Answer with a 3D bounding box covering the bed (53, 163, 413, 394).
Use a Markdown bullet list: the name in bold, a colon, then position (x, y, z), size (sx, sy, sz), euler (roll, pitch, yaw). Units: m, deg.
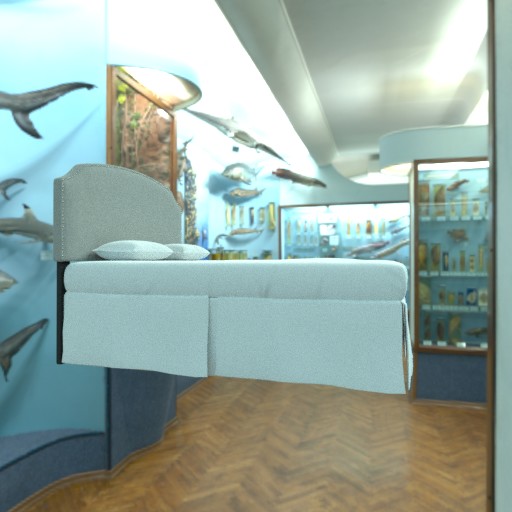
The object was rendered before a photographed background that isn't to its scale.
- **bed**: position (0.000, 0.000, 2.996), size (1.999, 1.270, 1.558), euler (0, 0, 17)
